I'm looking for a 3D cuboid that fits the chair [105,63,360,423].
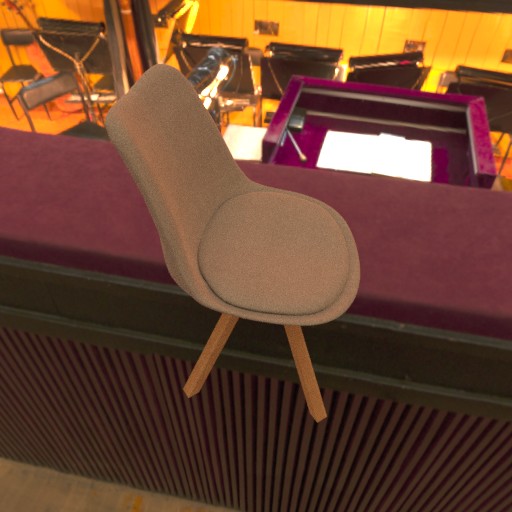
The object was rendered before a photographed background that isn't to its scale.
[{"bbox_3d":[0.000,0.000,1.169,0.549,0.863,0.474,9,46,9],"label":"chair"}]
